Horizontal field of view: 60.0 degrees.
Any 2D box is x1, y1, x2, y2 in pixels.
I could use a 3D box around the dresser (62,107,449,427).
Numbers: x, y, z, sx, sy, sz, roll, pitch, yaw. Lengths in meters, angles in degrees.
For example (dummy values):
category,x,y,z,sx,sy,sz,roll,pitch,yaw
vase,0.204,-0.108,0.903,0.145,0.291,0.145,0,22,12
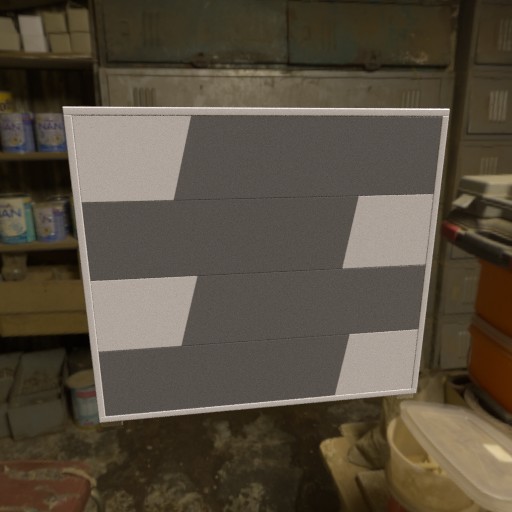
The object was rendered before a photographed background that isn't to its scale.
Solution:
category,x,y,z,sx,sy,sz,roll,pitch,yaw
dresser,0.000,0.000,1.602,1.100,1.000,0.460,-2,17,-8
